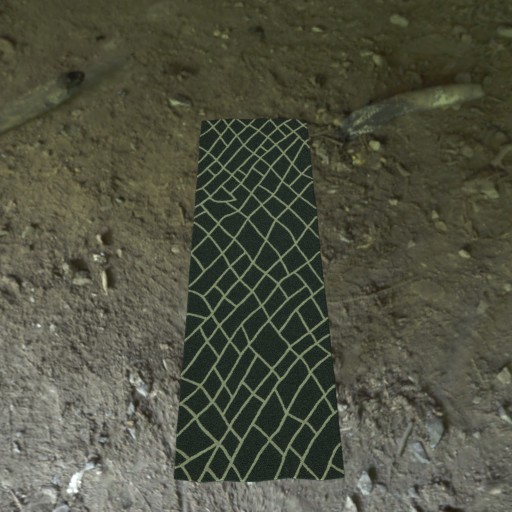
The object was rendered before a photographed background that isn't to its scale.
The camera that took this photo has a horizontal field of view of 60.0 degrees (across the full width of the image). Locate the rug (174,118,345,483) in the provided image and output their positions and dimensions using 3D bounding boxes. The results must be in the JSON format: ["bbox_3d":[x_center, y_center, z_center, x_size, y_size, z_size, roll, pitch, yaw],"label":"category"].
[{"bbox_3d":[0.000,0.000,2.712,0.807,0.010,2.476,-1,58,0],"label":"rug"}]
